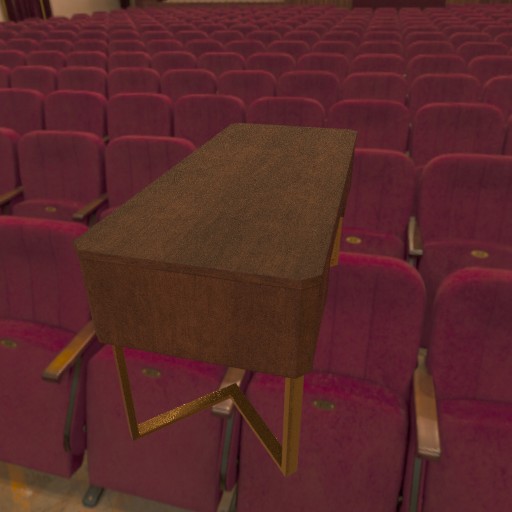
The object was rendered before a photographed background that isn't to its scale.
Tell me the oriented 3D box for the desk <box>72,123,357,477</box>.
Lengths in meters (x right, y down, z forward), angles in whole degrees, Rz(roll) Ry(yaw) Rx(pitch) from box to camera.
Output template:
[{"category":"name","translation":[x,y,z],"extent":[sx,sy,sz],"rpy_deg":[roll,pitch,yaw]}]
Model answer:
[{"category":"desk","translation":[0.000,0.000,1.886],"extent":[0.684,0.762,1.479],"rpy_deg":[7,30,13]}]
